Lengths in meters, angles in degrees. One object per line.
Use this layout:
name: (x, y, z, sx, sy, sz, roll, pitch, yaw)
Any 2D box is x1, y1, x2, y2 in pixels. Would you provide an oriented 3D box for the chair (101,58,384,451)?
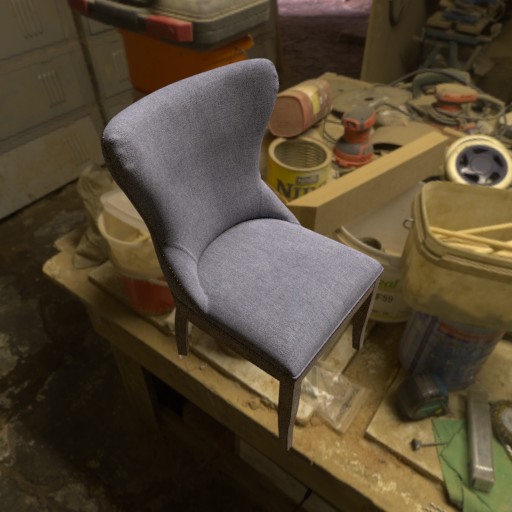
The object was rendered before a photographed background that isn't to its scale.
chair: (0.000, 0.000, 1.438, 0.681, 1.002, 0.654, 28, 49, 27)
